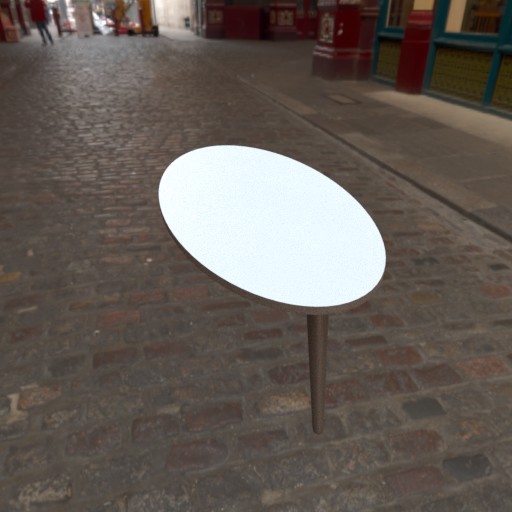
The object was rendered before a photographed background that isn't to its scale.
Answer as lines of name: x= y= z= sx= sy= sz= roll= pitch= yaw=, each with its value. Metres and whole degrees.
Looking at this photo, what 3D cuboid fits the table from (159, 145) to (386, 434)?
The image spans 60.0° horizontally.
table: x=0.000 y=0.000 z=1.371 sx=0.542 sy=0.390 sz=1.083 roll=-8 pitch=31 yaw=-14
